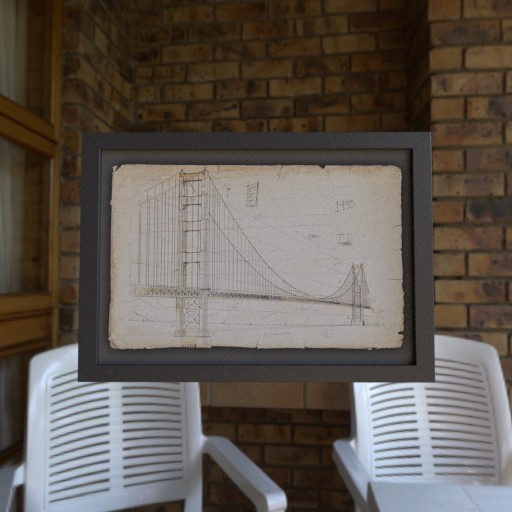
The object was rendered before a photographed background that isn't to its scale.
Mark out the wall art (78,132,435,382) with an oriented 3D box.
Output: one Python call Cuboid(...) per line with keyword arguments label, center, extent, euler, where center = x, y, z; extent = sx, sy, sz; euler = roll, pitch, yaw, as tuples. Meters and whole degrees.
Cuboid(label="wall art", center=(0.000, 0.000, 0.549), extent=(0.432, 0.306, 0.016), euler=(0, -2, 0))
